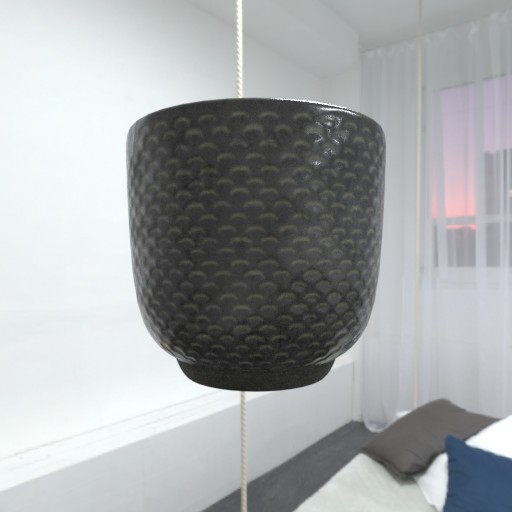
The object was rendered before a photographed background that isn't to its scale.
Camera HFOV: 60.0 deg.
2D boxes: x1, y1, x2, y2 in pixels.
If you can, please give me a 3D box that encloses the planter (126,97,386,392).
[{"bbox_3d":[0.000,0.000,0.248,0.140,0.129,0.140,0,0,0],"label":"planter"}]
